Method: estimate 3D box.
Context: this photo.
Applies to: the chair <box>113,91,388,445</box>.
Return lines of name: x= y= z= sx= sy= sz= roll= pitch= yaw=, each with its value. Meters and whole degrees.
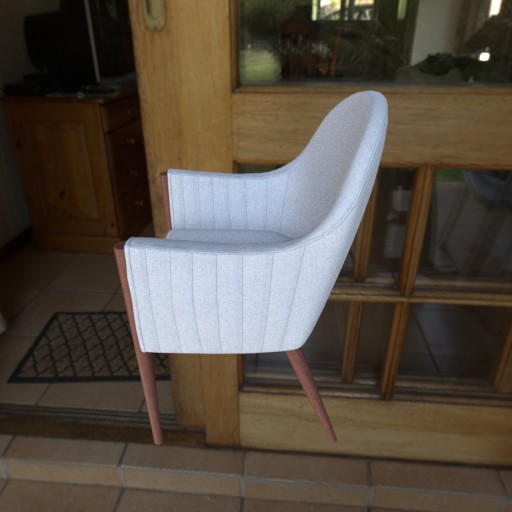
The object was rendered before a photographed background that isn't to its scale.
chair: x=0.000 y=0.000 z=1.274 sx=0.620 sy=0.889 sz=0.610 roll=0 pitch=27 yaw=-1
